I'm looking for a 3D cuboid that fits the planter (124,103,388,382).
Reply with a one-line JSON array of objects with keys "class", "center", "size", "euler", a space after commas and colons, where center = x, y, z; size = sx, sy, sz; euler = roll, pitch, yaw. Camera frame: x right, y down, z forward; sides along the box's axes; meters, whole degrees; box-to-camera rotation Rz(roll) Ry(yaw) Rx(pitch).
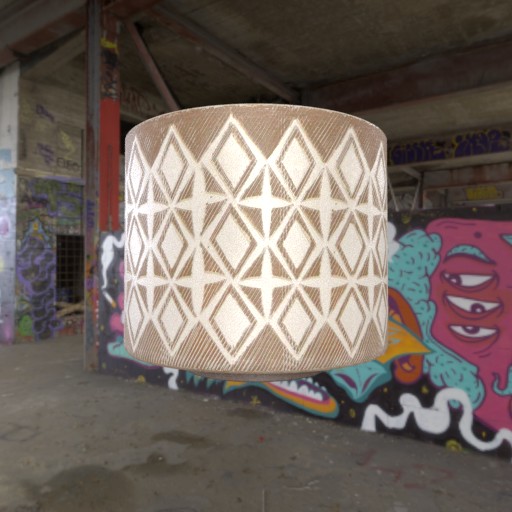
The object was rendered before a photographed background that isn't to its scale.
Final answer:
[{"class": "planter", "center": [0.000, 0.000, 0.339], "size": [0.193, 0.165, 0.193], "euler": [0, -1, 0]}]
